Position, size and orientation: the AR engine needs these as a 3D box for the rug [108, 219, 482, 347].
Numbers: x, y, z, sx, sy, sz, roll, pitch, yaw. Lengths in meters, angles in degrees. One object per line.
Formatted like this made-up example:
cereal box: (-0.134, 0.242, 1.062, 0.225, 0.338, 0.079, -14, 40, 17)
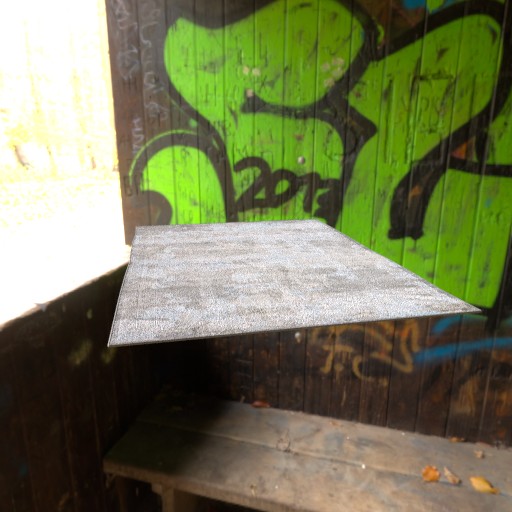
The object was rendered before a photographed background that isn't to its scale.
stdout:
rug: (0.000, 0.000, 4.261, 2.393, 0.013, 3.307, -3, 16, -12)
